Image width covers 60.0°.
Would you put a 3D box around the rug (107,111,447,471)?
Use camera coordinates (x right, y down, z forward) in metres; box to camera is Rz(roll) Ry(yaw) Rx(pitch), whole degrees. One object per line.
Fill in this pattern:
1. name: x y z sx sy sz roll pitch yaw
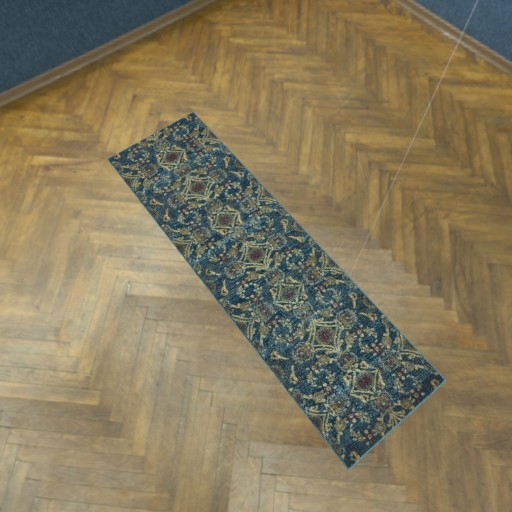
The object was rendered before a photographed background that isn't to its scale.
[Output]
1. rug: 0.000 0.000 2.558 0.685 0.014 2.292 -34 68 -16
